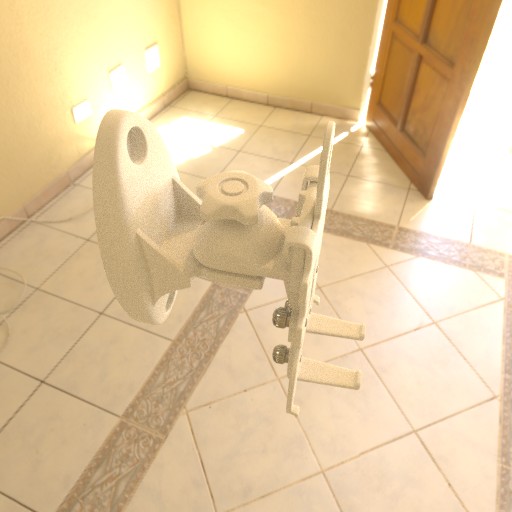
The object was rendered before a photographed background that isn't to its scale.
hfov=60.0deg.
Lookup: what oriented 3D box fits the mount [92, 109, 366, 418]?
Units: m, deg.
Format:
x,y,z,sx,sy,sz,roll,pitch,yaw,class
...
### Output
x,y,z,sx,sy,sz,roll,pitch,yaw,class
0.000,0.000,0.173,0.100,0.118,0.066,10,46,10,mount
